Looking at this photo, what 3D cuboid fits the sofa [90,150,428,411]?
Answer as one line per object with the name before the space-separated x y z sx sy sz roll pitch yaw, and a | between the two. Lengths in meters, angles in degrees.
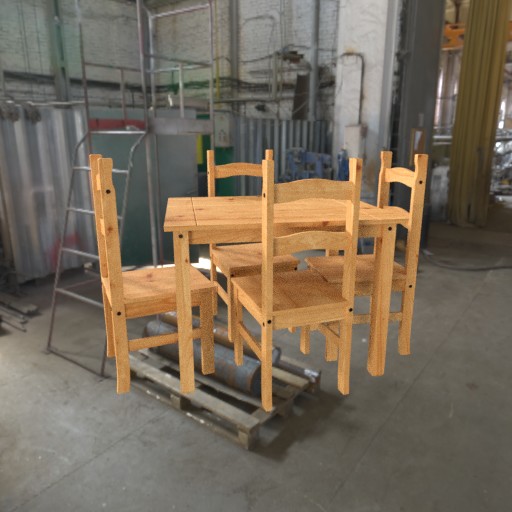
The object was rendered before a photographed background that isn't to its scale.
sofa | 0.000 0.000 2.224 1.529 1.000 1.144 -3 16 -9
